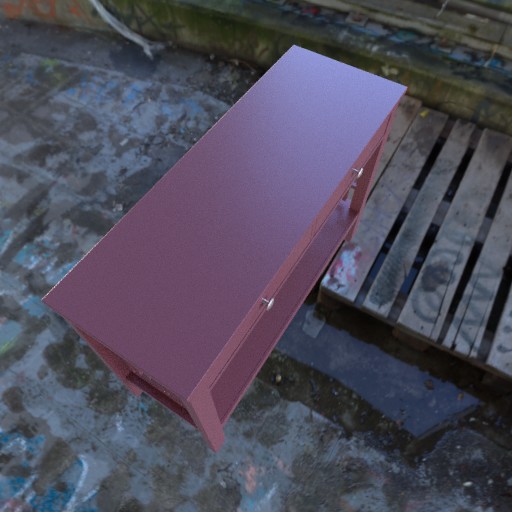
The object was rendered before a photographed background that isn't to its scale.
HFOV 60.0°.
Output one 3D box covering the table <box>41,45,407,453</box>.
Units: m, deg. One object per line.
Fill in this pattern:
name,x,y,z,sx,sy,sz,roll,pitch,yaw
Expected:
table,0.000,0.000,1.436,0.397,0.753,1.068,28,62,16
